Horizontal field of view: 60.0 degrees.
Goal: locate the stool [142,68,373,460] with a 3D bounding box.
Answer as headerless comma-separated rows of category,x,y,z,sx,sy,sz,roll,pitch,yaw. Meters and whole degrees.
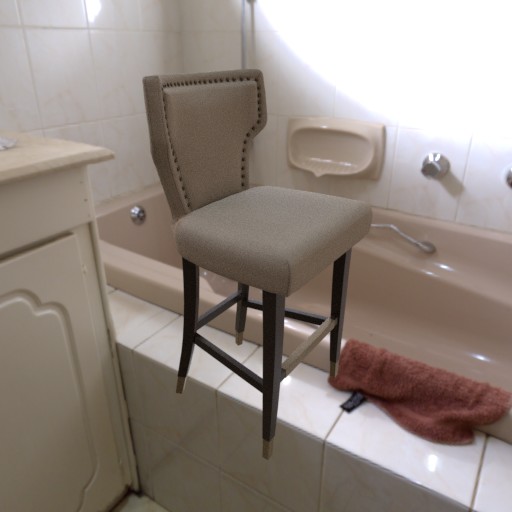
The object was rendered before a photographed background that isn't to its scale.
stool,0.000,0.000,1.427,0.563,1.092,0.526,17,30,32
